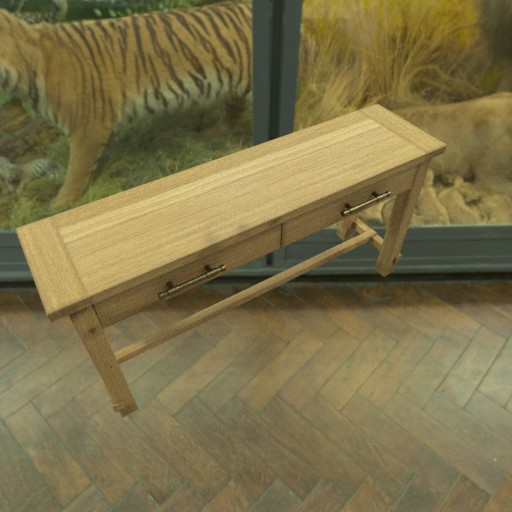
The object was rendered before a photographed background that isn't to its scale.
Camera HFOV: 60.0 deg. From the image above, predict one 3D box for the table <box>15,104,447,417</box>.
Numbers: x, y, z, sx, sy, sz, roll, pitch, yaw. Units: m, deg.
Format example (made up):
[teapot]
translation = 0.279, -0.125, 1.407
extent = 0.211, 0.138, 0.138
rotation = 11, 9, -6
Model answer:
[table]
translation = 0.000, 0.000, 1.897
extent = 1.599, 0.762, 0.442
rotation = -24, 51, -22
